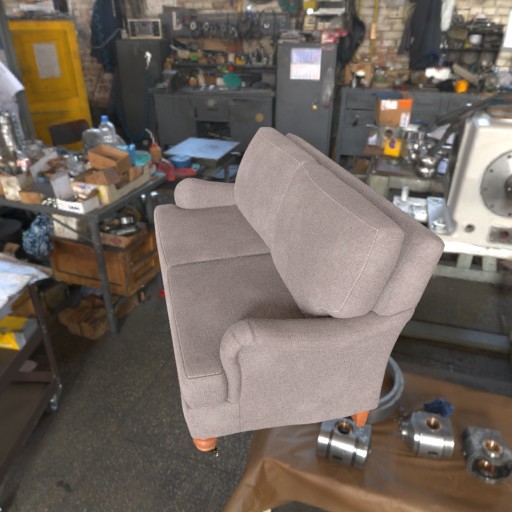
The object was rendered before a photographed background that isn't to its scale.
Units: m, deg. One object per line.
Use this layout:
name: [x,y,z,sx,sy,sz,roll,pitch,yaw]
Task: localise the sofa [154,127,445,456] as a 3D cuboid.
sofa: [0.000,0.000,2.576,1.084,1.101,1.853,-7,30,-13]
